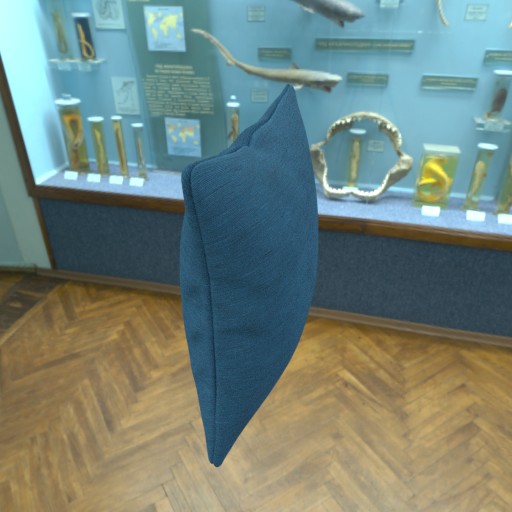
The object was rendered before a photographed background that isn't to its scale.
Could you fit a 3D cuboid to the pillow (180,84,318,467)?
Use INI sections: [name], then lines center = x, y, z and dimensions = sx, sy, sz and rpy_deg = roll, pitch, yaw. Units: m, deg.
[pillow]
center = 0.000, 0.000, 0.661
dimensions = 0.177, 0.420, 0.437
rpy_deg = 8, 32, 13
